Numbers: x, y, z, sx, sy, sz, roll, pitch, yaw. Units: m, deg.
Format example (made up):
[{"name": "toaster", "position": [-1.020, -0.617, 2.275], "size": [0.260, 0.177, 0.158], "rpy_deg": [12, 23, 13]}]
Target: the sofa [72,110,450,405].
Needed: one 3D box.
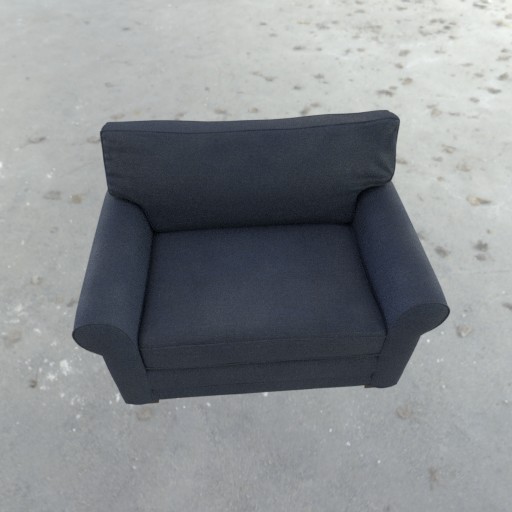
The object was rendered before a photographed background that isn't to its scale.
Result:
[{"name": "sofa", "position": [0.000, 0.000, 2.009], "size": [1.405, 1.004, 0.938], "rpy_deg": [-3, 47, -3]}]
